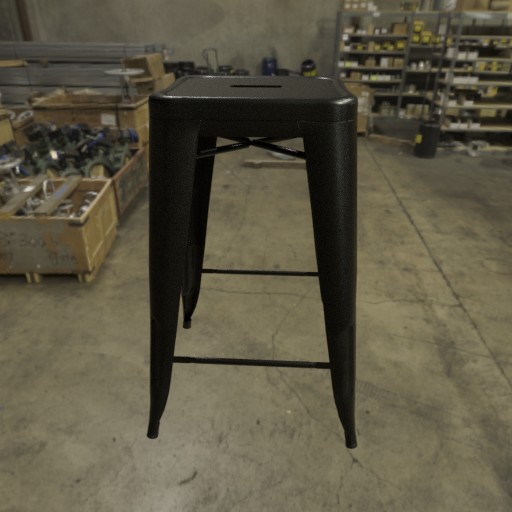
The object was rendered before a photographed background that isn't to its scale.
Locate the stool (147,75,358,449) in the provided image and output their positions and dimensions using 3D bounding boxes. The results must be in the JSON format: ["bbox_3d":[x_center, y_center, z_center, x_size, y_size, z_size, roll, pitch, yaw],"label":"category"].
[{"bbox_3d":[0.000,0.000,0.837,0.399,0.609,0.359,1,29,3],"label":"stool"}]
